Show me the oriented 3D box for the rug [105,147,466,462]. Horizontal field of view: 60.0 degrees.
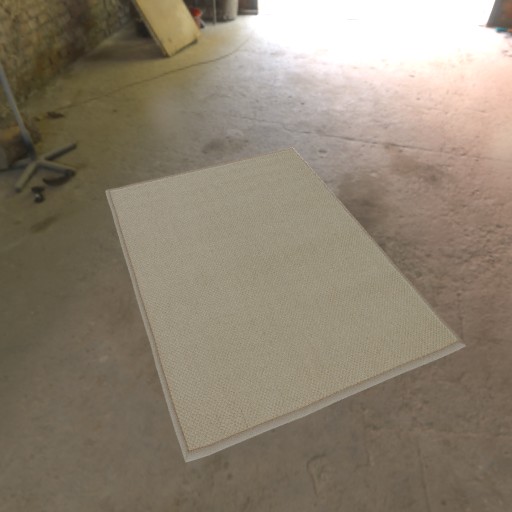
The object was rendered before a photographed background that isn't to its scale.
[{"bbox_3d":[0.000,0.000,2.771,1.525,0.020,2.081,-17,48,-16],"label":"rug"}]
